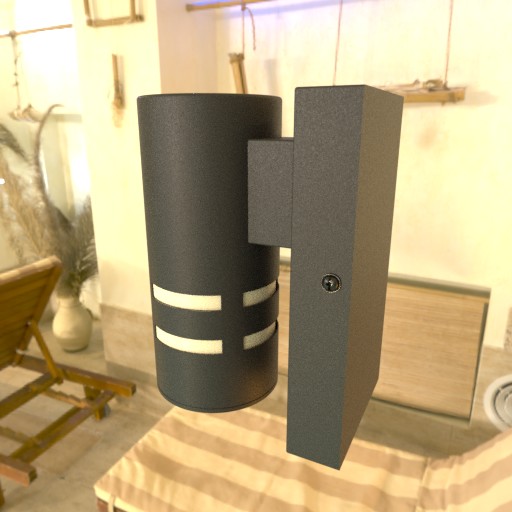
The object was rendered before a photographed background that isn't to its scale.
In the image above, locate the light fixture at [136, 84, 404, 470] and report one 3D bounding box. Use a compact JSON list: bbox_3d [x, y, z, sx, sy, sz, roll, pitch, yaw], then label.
[{"bbox_3d":[0.000,0.000,0.262,0.138,0.179,0.098,8,18,25],"label":"light fixture"}]
